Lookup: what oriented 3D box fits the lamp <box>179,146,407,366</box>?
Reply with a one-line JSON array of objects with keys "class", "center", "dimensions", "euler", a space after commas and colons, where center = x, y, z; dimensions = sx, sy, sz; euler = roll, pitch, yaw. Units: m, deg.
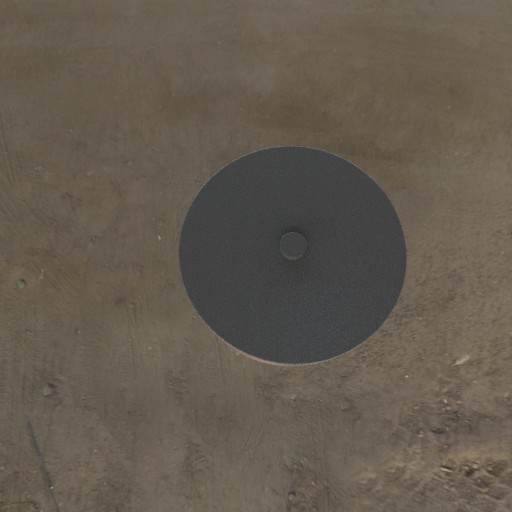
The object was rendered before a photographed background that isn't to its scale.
[{"class": "lamp", "center": [0.000, 0.000, 0.696], "dimensions": [0.229, 0.508, 0.369], "euler": [-30, 77, -8]}]
